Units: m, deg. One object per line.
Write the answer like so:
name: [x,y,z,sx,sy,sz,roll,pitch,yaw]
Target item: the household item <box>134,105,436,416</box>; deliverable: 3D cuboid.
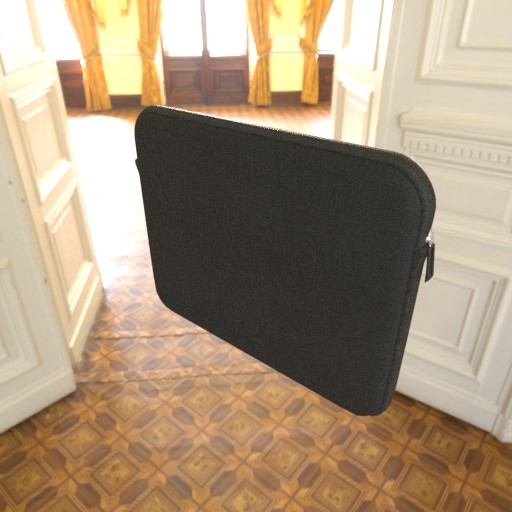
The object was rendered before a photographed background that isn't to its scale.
household item: [0.000,0.000,0.522,0.396,0.305,0.030,22,37,33]
